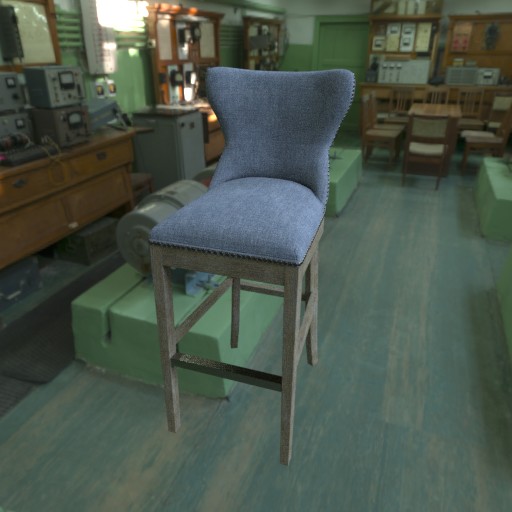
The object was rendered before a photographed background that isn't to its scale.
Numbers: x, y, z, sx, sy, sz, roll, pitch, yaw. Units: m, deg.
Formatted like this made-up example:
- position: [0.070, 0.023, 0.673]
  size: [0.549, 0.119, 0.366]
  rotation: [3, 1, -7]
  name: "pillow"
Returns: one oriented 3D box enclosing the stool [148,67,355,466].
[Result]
- position: [0.000, 0.000, 1.462]
  size: [0.494, 1.123, 0.606]
  rotation: [9, 27, 17]
  name: "stool"
